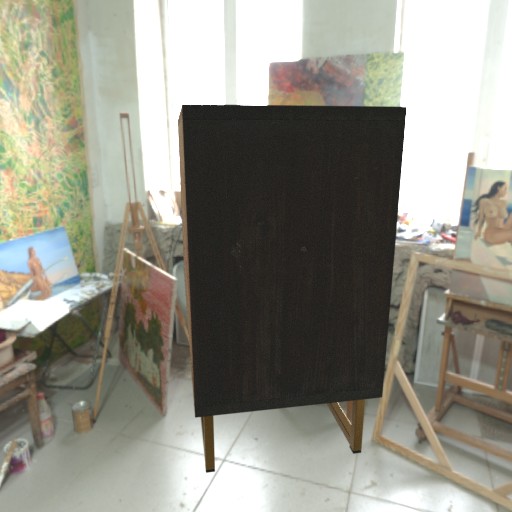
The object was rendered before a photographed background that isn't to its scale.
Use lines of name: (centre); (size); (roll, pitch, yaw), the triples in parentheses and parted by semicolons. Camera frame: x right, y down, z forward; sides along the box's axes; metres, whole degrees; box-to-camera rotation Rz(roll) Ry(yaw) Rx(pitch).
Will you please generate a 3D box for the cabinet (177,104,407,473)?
cabinet: (0.000, 0.000, 1.422); (0.451, 0.860, 0.950); (-3, 16, -10)
